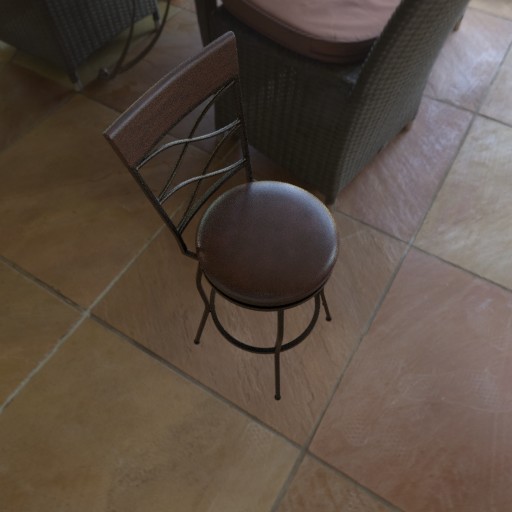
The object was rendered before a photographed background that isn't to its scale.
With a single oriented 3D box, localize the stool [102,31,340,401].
[{"bbox_3d":[0.000,0.000,1.427,0.513,1.130,0.448,30,63,17],"label":"stool"}]
